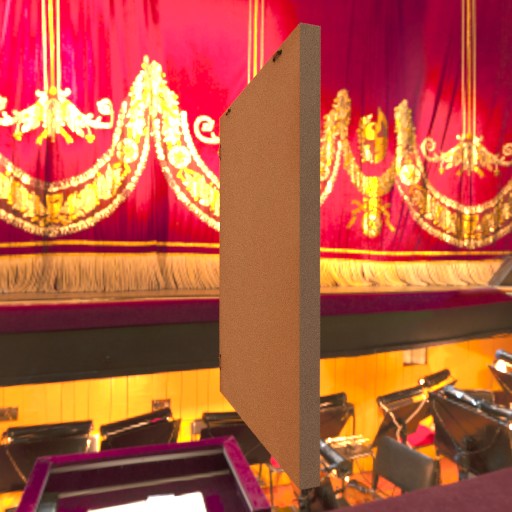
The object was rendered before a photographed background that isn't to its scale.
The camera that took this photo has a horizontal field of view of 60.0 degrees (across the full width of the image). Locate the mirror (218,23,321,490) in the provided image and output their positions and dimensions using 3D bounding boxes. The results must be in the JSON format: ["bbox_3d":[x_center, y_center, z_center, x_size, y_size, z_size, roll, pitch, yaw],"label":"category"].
[{"bbox_3d":[0.000,0.000,0.918,0.040,0.710,0.507,0,1,-19],"label":"mirror"}]
